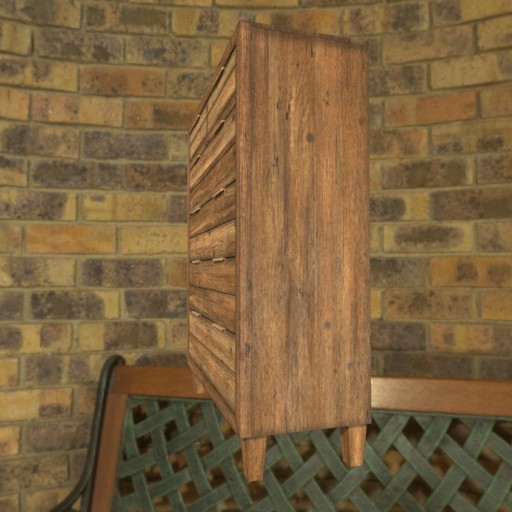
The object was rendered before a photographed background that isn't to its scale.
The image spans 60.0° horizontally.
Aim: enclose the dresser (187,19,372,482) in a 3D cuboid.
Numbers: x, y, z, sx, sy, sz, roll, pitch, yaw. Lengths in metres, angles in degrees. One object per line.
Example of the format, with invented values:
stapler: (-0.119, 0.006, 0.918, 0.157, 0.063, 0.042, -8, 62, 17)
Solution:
dresser: (0.000, 0.000, 1.855, 0.438, 1.359, 1.067, 1, -2, -17)
